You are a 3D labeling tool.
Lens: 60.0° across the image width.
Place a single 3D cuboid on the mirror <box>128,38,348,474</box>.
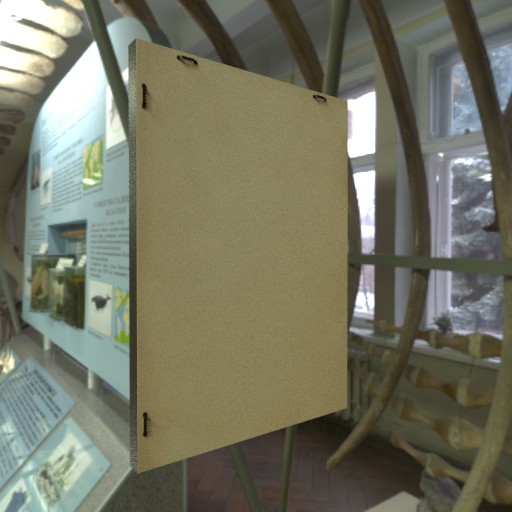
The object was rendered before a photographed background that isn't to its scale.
[{"bbox_3d":[0.000,0.000,0.885,0.507,0.710,0.039,-1,1,-37],"label":"mirror"}]
